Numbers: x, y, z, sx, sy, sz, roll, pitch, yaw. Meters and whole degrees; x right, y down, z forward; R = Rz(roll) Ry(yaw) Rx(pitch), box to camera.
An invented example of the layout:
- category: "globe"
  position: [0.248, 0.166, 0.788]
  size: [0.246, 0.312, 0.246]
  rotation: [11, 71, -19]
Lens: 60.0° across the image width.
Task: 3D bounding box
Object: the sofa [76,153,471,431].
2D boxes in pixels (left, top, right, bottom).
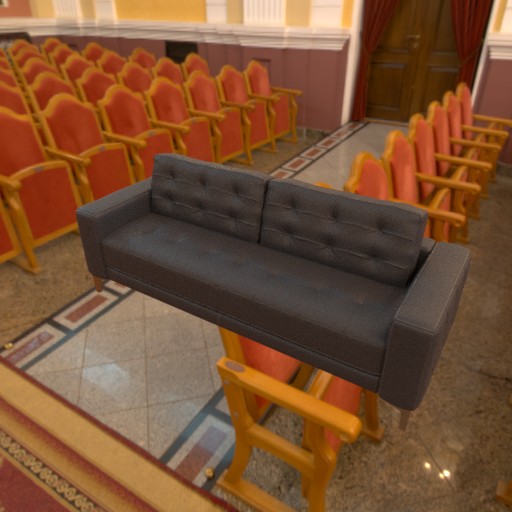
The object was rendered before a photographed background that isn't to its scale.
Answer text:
- category: "sofa"
  position: [0.000, 0.000, 2.700]
  size: [2.275, 0.893, 0.833]
  rotation: [18, 35, 27]
